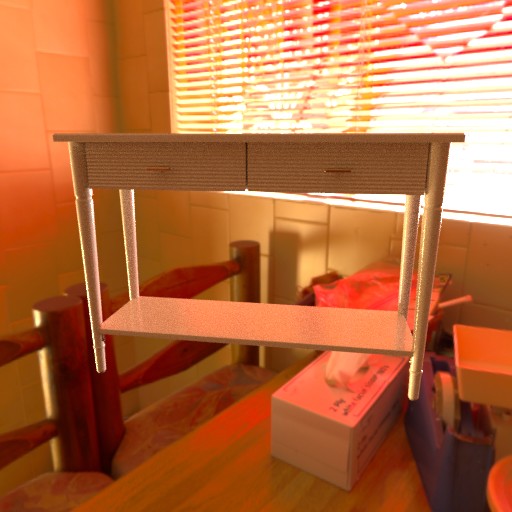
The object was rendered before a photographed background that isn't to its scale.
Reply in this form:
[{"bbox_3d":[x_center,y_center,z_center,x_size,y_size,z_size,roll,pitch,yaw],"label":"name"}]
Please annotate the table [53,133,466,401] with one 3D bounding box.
[{"bbox_3d":[0.000,0.000,1.408,1.067,0.749,0.381,2,15,9],"label":"table"}]
